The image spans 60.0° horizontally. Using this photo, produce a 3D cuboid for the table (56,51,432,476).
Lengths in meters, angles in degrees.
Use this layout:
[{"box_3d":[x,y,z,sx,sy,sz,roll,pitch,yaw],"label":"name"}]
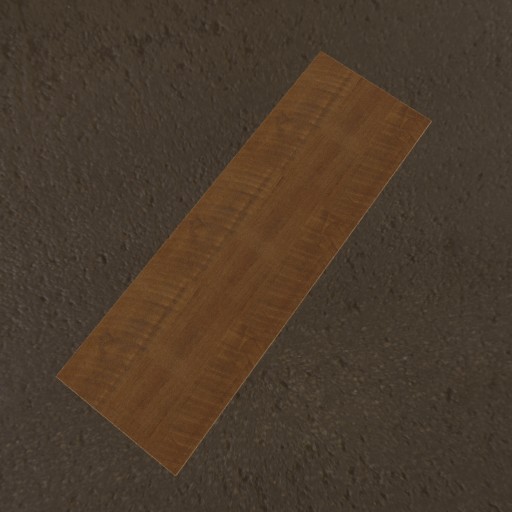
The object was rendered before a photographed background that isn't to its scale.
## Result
[{"box_3d":[0.000,0.000,1.768,0.499,0.491,1.499,36,80,8],"label":"table"}]
